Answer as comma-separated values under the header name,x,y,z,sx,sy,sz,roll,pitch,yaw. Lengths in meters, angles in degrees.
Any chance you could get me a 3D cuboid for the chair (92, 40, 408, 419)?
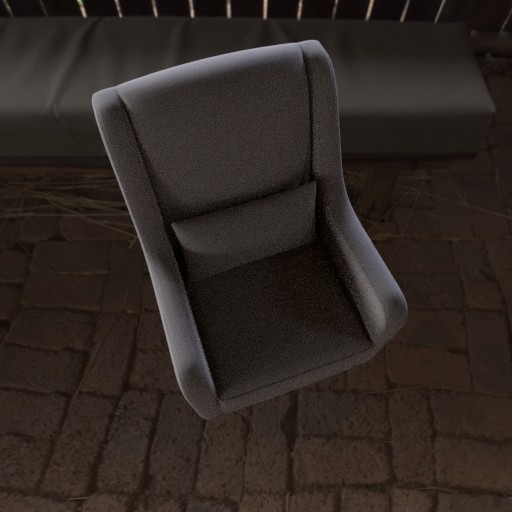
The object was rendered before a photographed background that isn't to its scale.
name,x,y,z,sx,sy,sz,roll,pitch,yaw
chair,0.000,0.000,1.555,0.715,1.010,0.863,-17,65,-9
